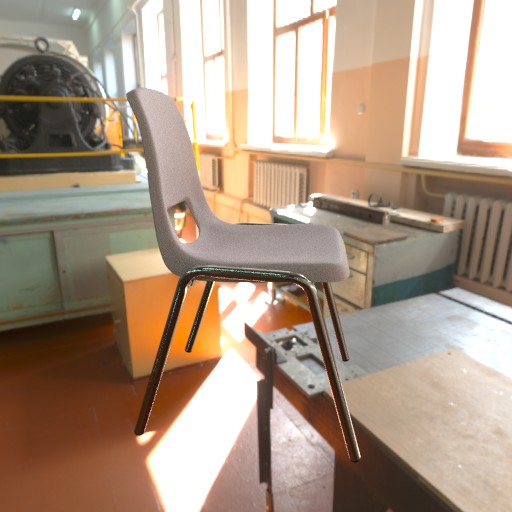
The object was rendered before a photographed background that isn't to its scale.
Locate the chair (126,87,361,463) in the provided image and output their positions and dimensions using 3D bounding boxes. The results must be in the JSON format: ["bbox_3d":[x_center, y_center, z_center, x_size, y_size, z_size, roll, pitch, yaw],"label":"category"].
[{"bbox_3d":[0.000,0.000,0.914,0.436,0.653,0.381,2,16,8],"label":"chair"}]
